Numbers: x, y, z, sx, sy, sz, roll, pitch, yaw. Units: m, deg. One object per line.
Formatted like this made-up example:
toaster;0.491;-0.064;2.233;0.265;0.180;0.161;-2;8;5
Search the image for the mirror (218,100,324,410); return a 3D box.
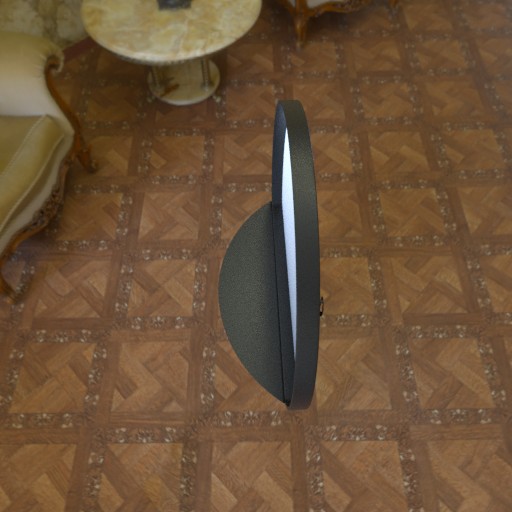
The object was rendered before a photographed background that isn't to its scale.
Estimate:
mirror;0.000;0.000;0.691;0.133;0.457;0.457;-2;58;-1
